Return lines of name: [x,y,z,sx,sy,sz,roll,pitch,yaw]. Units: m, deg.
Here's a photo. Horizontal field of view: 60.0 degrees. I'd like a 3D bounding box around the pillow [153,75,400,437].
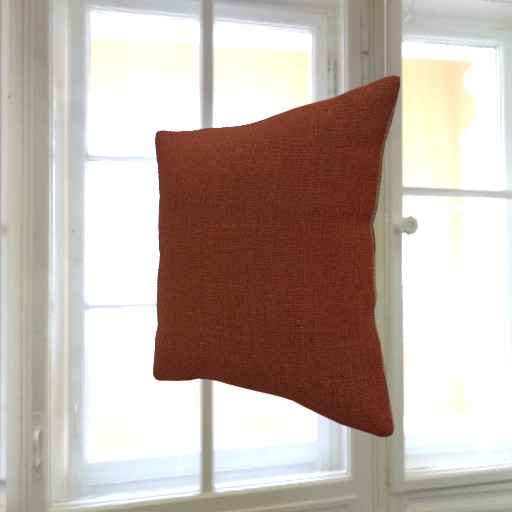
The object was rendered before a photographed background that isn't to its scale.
pillow: [0.000,0.000,0.653,0.429,0.434,0.159,0,0,36]
